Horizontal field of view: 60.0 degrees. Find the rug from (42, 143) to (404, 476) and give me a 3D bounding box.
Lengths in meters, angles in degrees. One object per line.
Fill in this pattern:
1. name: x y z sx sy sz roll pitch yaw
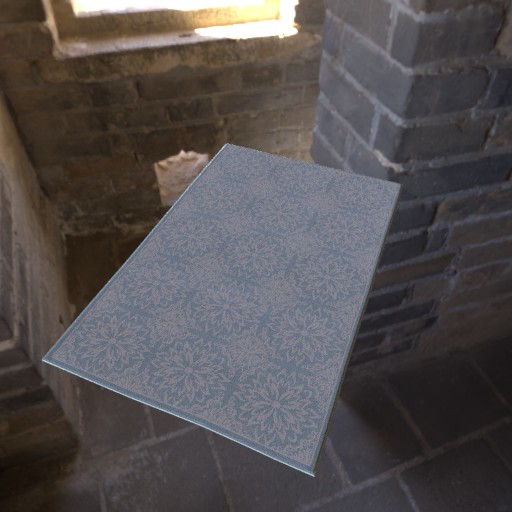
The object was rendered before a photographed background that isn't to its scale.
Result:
1. rug: 0.000 0.000 3.459 1.819 0.018 2.746 17 48 15
